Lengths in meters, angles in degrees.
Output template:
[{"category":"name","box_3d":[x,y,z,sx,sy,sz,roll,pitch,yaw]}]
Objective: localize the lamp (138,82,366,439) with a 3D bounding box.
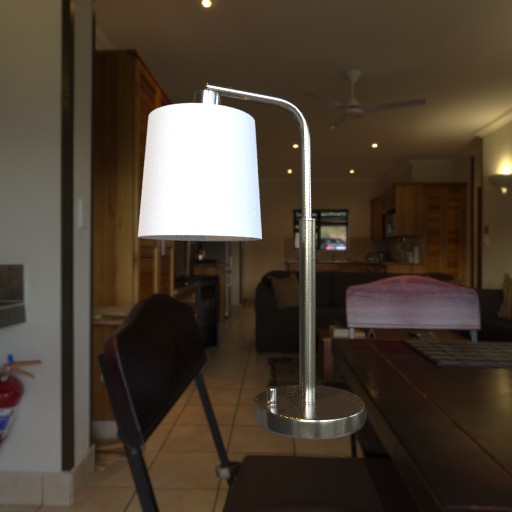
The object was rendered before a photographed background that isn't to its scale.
[{"category":"lamp","box_3d":[0.000,0.000,0.646,0.333,0.489,0.171,0,0,-17]}]
